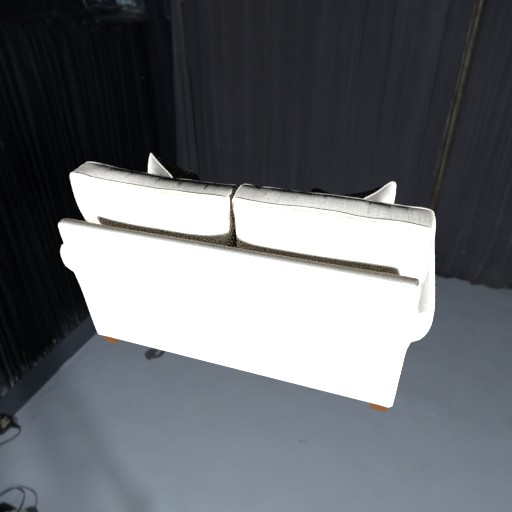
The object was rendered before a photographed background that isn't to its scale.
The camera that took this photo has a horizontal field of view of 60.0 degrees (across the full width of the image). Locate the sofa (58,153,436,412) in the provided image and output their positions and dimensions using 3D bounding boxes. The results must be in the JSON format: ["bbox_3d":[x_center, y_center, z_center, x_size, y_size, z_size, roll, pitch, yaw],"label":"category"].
[{"bbox_3d":[0.000,0.000,2.275,1.701,0.966,0.966,10,32,16],"label":"sofa"}]
